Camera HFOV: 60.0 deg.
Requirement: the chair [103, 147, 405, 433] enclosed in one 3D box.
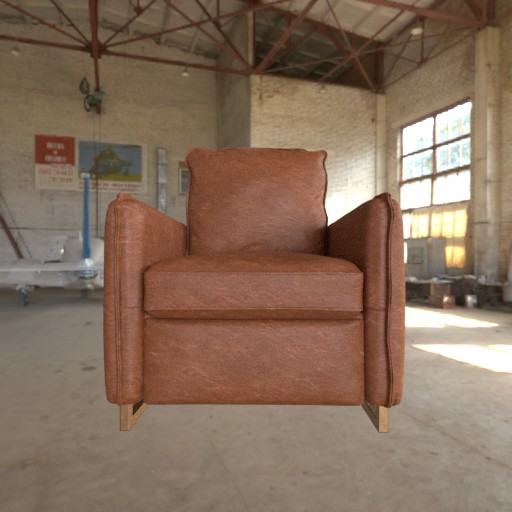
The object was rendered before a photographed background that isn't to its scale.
[{"bbox_3d":[0.000,0.000,1.572,0.830,0.922,0.922,0,0,1],"label":"chair"}]
